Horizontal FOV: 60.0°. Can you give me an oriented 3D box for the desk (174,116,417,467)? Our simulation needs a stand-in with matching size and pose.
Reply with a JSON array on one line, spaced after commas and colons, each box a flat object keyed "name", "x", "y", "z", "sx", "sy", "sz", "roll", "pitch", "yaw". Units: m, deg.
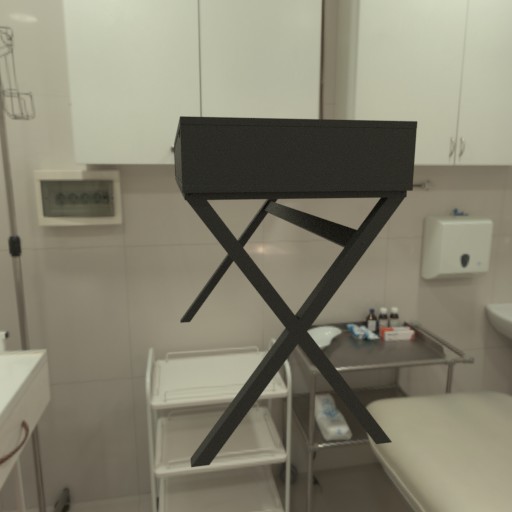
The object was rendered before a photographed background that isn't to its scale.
[{"name": "desk", "x": 0.000, "y": 0.000, "z": 1.492, "sx": 0.504, "sy": 0.780, "sz": 1.057, "roll": -2, "pitch": 12, "yaw": -11}]
